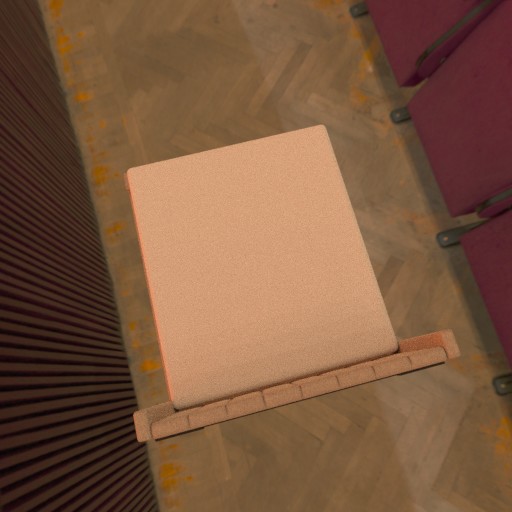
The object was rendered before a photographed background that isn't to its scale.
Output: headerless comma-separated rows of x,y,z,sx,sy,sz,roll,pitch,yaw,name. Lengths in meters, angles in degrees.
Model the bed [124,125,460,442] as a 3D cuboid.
0.000,0.000,3.807,2.045,1.743,2.370,-14,75,-4,bed
